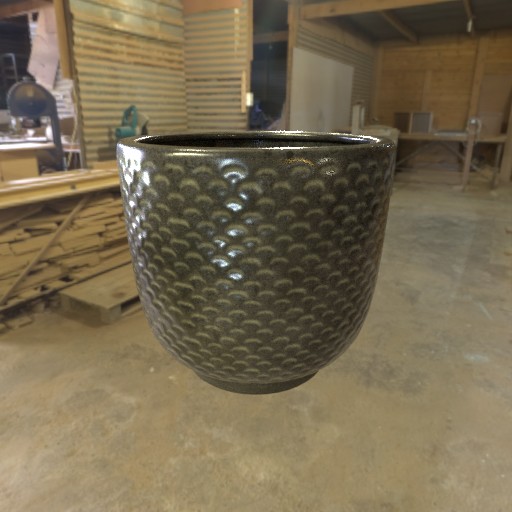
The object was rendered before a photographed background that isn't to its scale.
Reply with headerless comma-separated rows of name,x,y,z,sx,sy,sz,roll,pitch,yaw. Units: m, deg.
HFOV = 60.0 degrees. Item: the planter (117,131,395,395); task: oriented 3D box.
planter,0.000,0.000,0.250,0.140,0.129,0.140,0,18,0
